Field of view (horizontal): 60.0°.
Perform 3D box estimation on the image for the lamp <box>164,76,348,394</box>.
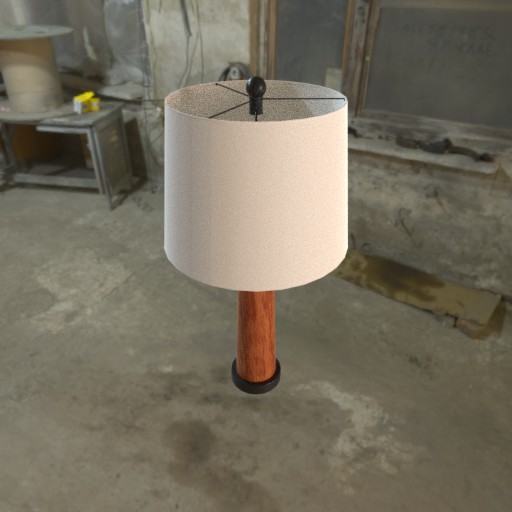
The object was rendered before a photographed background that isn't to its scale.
[{"bbox_3d":[0.000,0.000,0.874,0.349,0.667,0.349,0,32,0],"label":"lamp"}]
